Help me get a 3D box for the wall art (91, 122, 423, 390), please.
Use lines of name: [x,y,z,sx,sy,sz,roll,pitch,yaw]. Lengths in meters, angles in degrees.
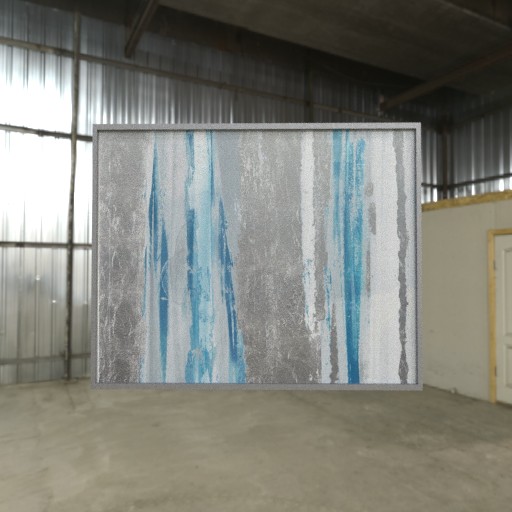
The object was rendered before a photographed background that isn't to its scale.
wall art: [0.000,0.000,0.767,0.557,0.450,0.037,0,-1,1]
